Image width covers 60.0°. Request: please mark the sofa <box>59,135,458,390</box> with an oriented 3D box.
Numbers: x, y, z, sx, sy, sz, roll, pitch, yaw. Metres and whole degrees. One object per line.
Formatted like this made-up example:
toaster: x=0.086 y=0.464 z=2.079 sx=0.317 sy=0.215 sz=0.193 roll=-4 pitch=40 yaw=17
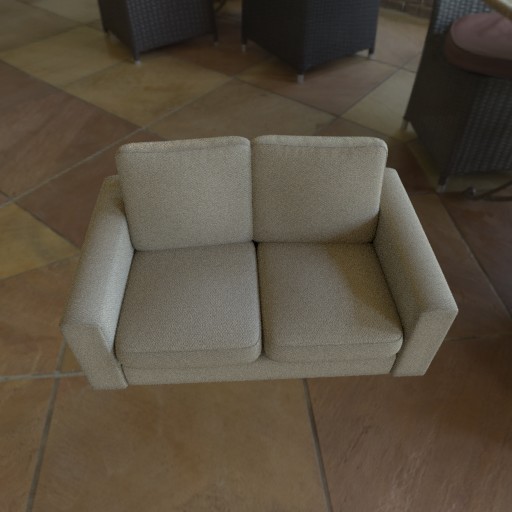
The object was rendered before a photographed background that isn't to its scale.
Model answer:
sofa: x=0.000 y=0.000 z=2.172 sx=1.616 sy=0.873 sz=1.016 roll=-2 pitch=46 yaw=-2
